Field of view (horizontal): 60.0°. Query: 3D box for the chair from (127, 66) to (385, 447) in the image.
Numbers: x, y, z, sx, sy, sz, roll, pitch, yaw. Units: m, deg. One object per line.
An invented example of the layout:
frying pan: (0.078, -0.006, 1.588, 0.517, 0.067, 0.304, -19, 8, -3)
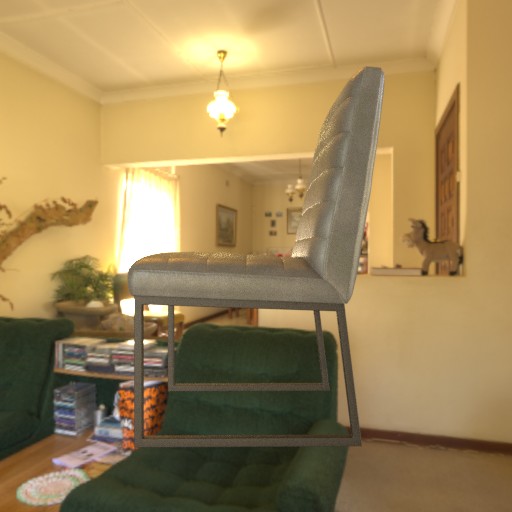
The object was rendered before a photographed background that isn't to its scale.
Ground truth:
chair: (0.000, 0.000, 1.309, 0.634, 0.930, 0.520, 0, 0, -1)
